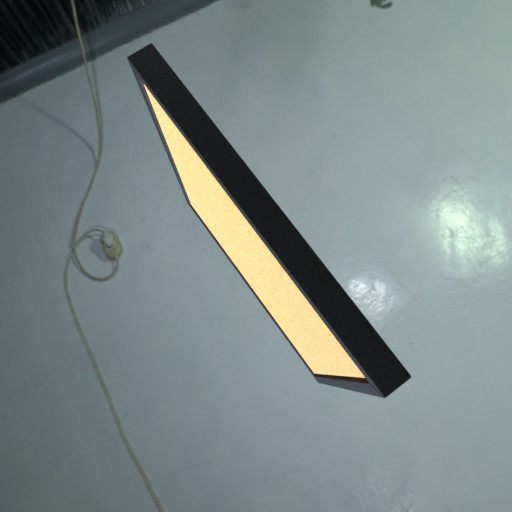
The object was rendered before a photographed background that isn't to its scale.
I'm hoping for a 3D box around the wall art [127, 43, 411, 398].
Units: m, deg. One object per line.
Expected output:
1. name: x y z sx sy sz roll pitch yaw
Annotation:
1. wall art: 0.000 0.000 0.757 0.037 0.508 0.508 -35 78 -8
